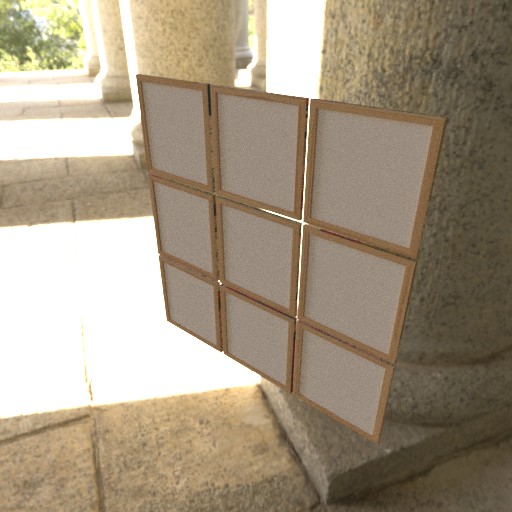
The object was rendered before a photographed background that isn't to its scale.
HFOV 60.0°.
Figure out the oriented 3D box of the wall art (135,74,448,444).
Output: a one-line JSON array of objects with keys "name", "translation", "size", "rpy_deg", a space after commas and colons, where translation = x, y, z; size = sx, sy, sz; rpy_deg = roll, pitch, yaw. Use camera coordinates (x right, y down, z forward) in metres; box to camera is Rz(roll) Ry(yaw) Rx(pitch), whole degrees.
[{"name": "wall art", "translation": [0.000, 0.000, 1.290], "size": [0.904, 0.913, 0.013], "rpy_deg": [22, 36, 33]}]
